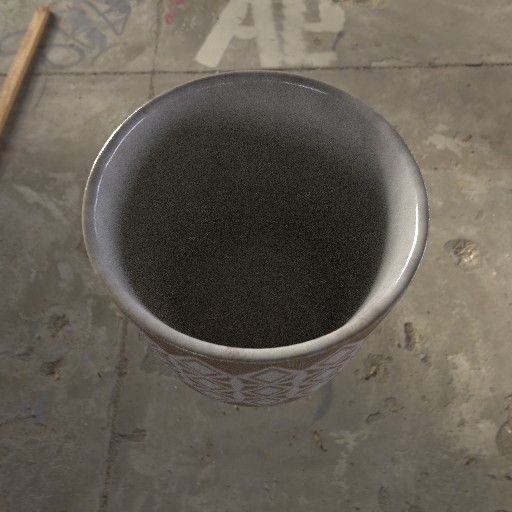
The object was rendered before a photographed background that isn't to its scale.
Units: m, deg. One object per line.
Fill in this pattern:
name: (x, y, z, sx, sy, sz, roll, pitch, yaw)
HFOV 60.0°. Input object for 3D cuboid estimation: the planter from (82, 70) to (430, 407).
planter: (0.000, 0.000, 0.322, 0.193, 0.165, 0.193, 0, 64, 0)
